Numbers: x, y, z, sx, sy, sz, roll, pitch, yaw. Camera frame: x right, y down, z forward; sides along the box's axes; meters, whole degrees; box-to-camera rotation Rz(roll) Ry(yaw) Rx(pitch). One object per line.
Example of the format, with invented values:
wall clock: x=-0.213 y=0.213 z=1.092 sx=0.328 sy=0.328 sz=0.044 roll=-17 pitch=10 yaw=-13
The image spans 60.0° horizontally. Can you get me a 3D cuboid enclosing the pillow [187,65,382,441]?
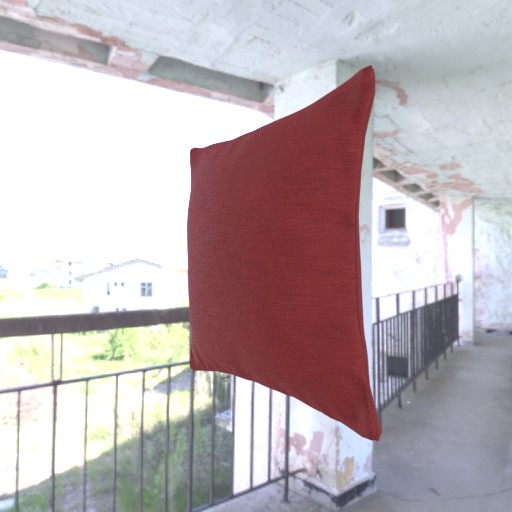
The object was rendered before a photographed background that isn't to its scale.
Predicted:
pillow: x=0.000 y=0.000 z=0.657 sx=0.151 sy=0.416 sz=0.435 roll=1 pitch=-2 yaw=-36
